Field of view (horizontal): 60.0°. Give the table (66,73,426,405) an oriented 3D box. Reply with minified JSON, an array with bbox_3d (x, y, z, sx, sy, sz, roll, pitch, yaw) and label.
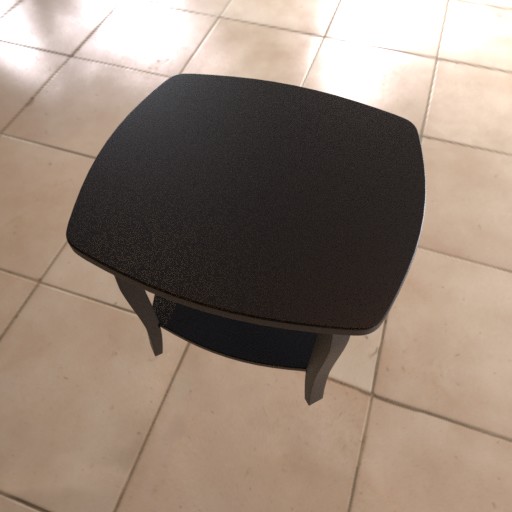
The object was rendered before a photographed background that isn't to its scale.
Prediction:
[{"bbox_3d":[0.000,0.000,0.868,0.508,0.457,0.457,15,59,9],"label":"table"}]
